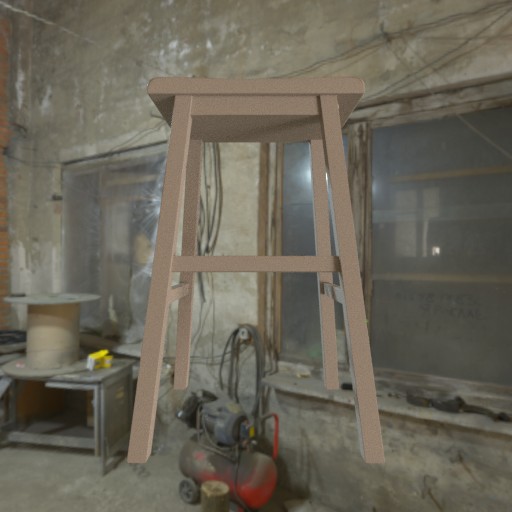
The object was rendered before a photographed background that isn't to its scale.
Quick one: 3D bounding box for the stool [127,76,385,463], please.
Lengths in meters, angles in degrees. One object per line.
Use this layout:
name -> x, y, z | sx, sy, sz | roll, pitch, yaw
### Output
stool -> 0.000, 0.000, 1.025 | 0.457, 0.737, 0.476 | 0, 0, 0
